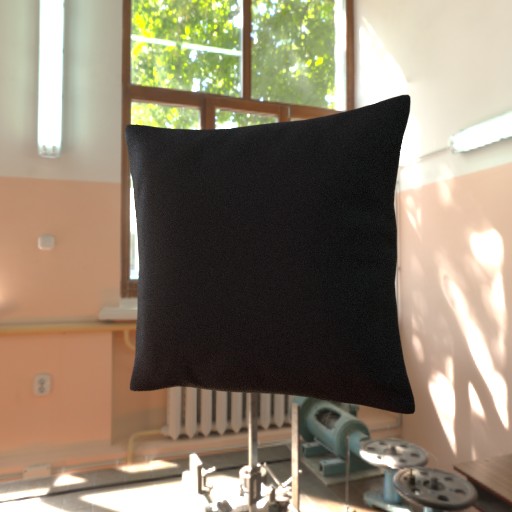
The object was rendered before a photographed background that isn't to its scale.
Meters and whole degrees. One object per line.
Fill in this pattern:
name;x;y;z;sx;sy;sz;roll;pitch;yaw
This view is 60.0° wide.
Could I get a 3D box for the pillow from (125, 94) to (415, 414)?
pillow;0.000;0.000;0.775;0.520;0.508;0.166;0;-2;17
